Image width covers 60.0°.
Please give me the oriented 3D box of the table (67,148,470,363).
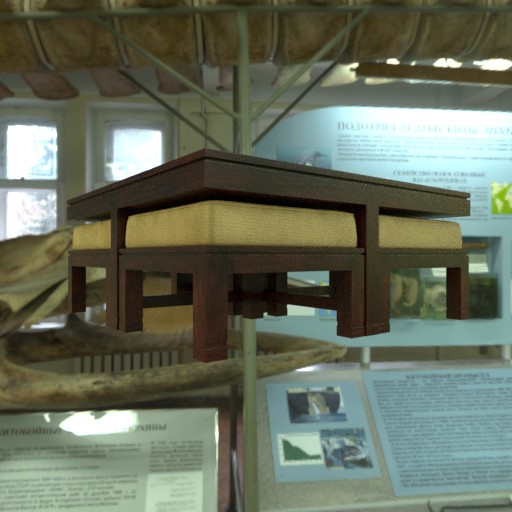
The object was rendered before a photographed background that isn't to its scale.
[{"bbox_3d":[0.000,0.000,1.336,0.865,0.356,0.865,0,0,-37],"label":"table"}]
